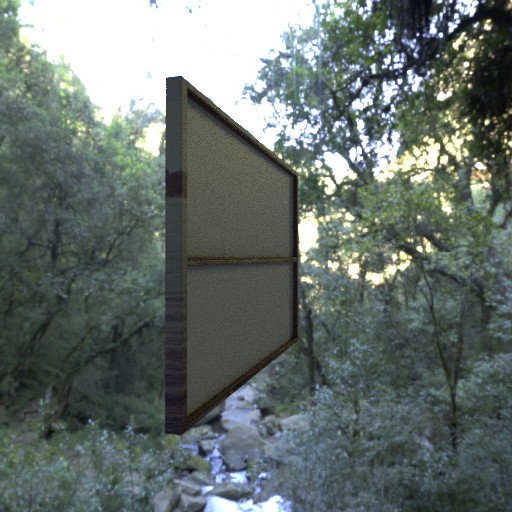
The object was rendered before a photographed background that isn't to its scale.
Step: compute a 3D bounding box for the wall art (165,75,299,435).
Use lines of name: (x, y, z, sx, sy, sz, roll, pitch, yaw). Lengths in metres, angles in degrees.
wall art: (0.000, 0.000, 1.489, 0.040, 0.765, 1.149, 0, 0, 18)
